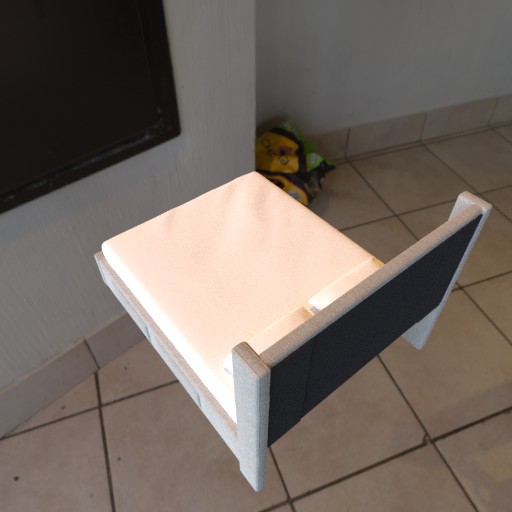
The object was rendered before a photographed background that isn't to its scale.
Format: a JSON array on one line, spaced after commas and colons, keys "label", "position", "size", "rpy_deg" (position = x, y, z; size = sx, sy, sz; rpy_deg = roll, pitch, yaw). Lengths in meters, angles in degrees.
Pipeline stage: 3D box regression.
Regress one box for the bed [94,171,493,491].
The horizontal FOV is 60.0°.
[{"label": "bed", "position": [0.000, 0.000, 3.320], "size": [1.774, 1.491, 2.222], "rpy_deg": [-30, 53, -26]}]
